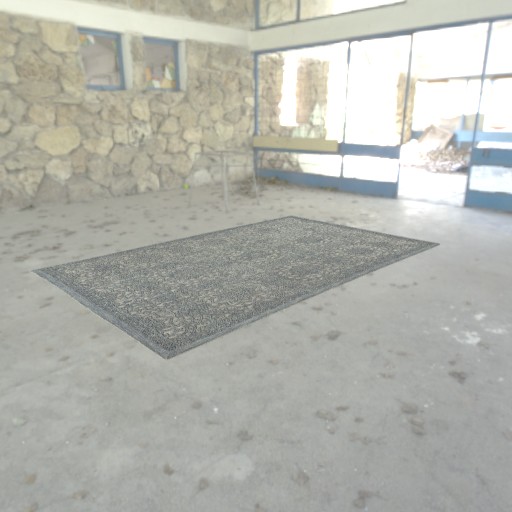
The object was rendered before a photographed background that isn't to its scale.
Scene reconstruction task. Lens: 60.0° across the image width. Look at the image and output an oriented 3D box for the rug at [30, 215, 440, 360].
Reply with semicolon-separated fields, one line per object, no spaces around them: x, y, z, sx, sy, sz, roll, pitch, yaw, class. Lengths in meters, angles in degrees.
0.000;0.000;3.103;2.498;0.022;1.535;-16;23;-42;rug
